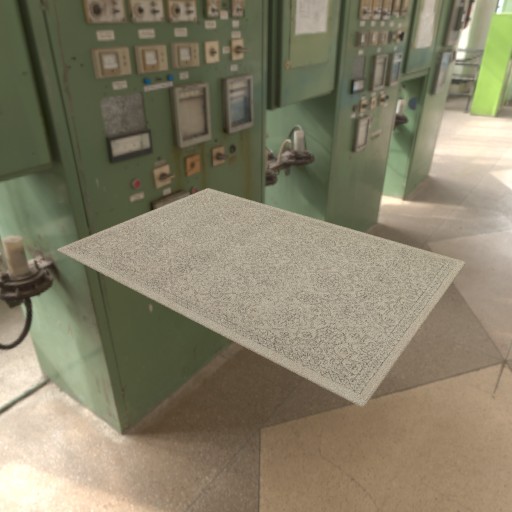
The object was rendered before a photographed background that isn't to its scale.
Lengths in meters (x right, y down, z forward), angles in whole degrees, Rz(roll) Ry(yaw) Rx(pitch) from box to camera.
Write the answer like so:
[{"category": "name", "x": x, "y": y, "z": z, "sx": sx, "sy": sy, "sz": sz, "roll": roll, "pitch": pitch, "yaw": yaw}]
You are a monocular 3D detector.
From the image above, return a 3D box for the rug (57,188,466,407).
[{"category": "rug", "x": 0.000, "y": 0.000, "z": 2.374, "sx": 1.829, "sy": 0.010, "sz": 1.219, "roll": 20, "pitch": 35, "yaw": 32}]
